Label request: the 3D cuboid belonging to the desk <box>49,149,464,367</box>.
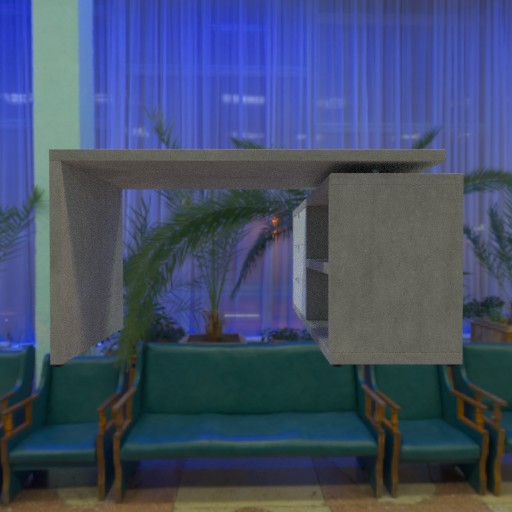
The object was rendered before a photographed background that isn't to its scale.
[{"bbox_3d":[0.000,0.000,2.250,1.400,0.740,1.500,0,1,0],"label":"desk"}]
